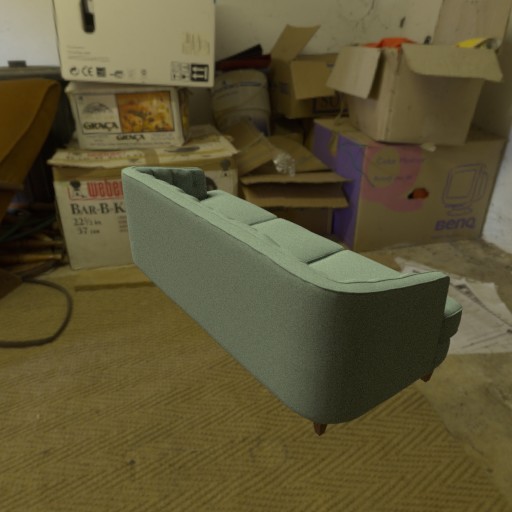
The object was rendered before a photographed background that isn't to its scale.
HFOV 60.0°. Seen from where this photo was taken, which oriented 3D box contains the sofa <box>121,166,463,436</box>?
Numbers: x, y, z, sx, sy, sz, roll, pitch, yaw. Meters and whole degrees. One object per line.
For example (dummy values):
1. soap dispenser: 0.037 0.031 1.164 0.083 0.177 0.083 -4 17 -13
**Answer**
1. sofa: 0.000 0.000 2.765 0.941 0.855 2.278 -19 32 -32
